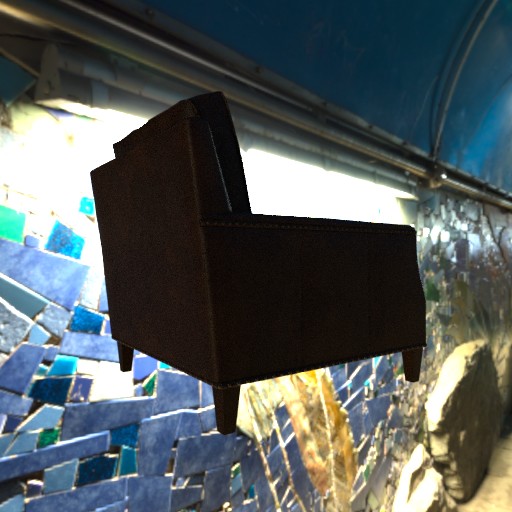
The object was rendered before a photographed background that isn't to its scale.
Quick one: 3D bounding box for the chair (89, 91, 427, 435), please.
[{"bbox_3d":[0.000,0.000,1.699,1.014,0.929,0.853,0,0,-36],"label":"chair"}]
